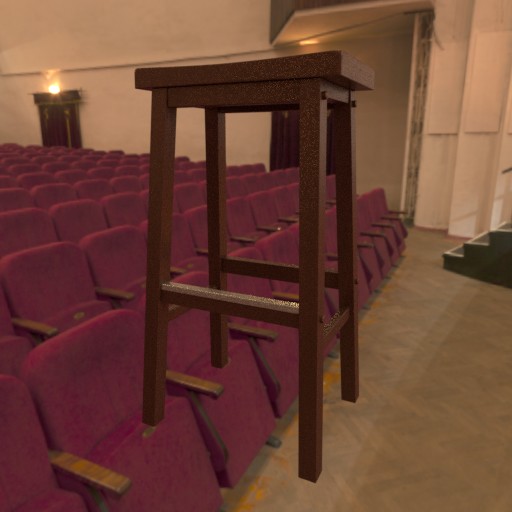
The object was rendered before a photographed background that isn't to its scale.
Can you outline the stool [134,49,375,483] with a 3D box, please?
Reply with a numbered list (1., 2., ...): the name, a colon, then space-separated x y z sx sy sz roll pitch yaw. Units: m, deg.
1. stool: 0.000 0.000 0.945 0.406 0.742 0.322 7 16 26
